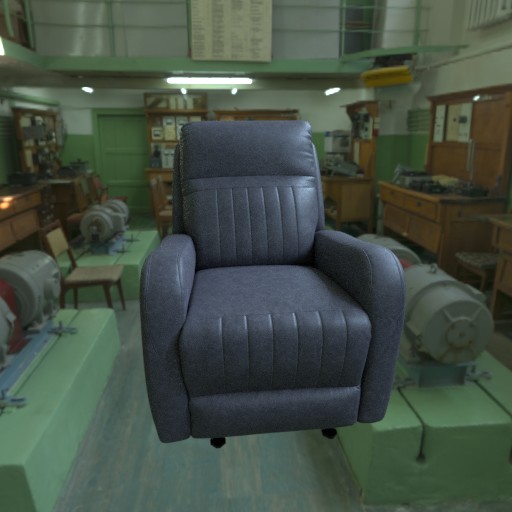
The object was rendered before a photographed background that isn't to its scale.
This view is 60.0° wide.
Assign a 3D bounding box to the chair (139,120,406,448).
[{"bbox_3d":[0.000,0.000,1.788,0.865,1.067,1.067,-2,16,-7],"label":"chair"}]
